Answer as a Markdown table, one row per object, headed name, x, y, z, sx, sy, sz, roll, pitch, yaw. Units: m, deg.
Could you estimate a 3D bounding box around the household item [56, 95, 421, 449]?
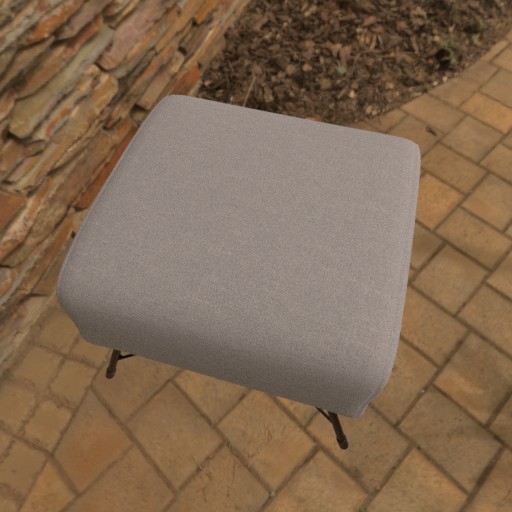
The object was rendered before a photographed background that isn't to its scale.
| name | x | y | z | sx | sy | sz | roll | pitch | yaw |
| --- | --- | --- | --- | --- | --- | --- | --- | --- | --- |
| household item | 0.000 | 0.000 | 0.879 | 0.530 | 0.410 | 0.530 | 14 | 59 | 8 |
